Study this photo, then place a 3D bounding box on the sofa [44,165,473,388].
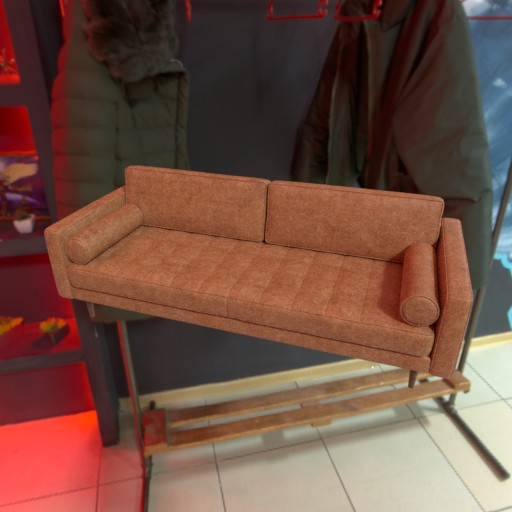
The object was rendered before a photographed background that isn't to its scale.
[{"bbox_3d":[0.000,0.000,2.568,2.200,0.770,0.919,9,29,17],"label":"sofa"}]
